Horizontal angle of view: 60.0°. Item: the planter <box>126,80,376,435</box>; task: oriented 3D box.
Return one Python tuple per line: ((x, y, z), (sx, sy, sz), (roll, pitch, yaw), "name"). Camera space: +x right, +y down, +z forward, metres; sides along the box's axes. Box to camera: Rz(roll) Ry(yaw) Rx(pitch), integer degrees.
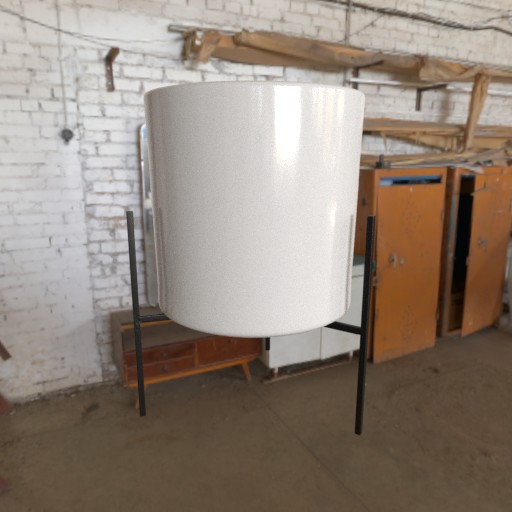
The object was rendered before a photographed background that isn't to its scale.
((0.000, 0.000, 0.637), (0.307, 0.431, 0.308), (2, 13, 8), "planter")
